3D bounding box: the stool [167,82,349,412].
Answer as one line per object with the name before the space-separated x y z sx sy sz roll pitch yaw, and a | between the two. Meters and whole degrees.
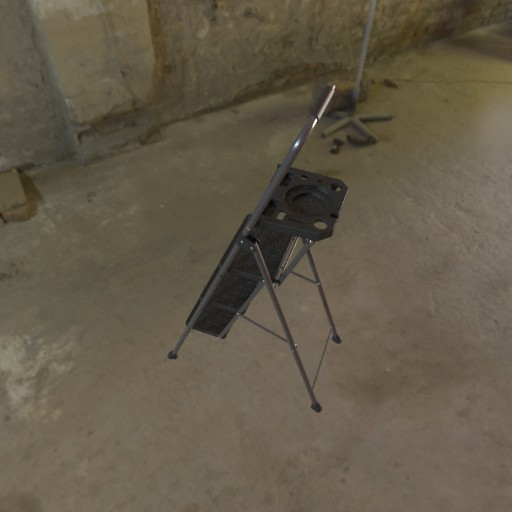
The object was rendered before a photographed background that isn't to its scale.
stool | 0.000 0.000 1.597 0.733 1.277 0.396 16 50 14
